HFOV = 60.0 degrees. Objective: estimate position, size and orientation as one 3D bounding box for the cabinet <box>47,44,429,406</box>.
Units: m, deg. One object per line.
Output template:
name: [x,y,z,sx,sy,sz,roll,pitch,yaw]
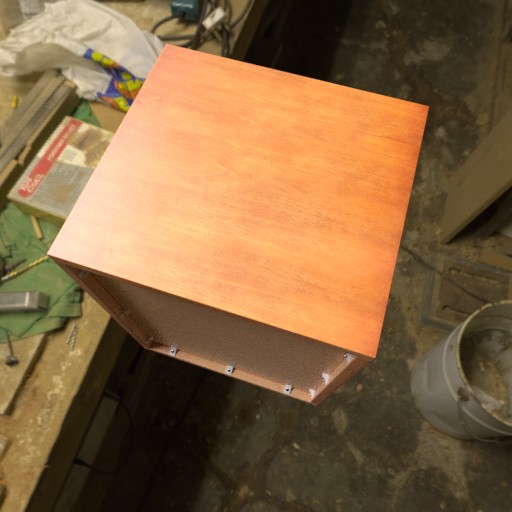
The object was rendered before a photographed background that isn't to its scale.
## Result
cabinet: [0.000,0.000,0.858,0.409,0.579,0.401,16,67,7]
